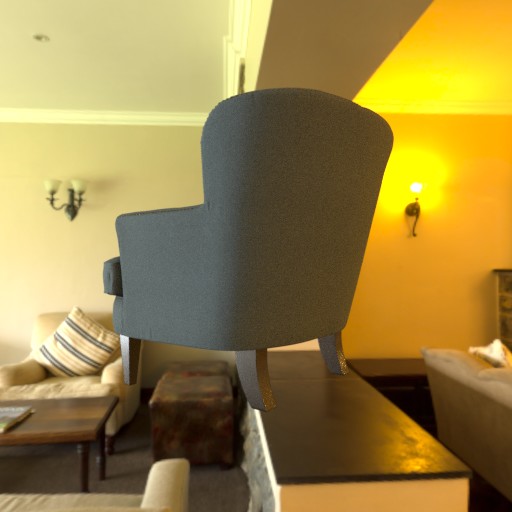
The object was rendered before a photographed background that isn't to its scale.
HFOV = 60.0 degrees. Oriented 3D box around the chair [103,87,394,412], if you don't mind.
[{"bbox_3d":[0.000,0.000,1.573,0.906,0.868,0.848,-1,-1,36],"label":"chair"}]
